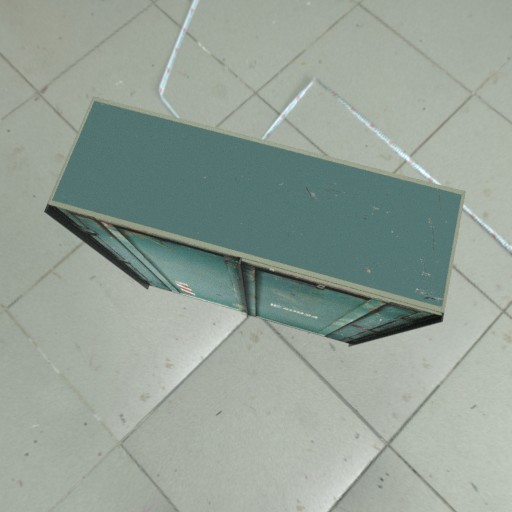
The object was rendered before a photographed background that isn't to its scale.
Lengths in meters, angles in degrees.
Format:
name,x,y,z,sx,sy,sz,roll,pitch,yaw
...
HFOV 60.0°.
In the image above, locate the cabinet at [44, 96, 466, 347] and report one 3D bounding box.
name,x,y,z,sx,sy,sz,roll,pitch,yaw
cabinet,0.000,0.000,3.259,2.000,2.160,0.680,15,76,4
